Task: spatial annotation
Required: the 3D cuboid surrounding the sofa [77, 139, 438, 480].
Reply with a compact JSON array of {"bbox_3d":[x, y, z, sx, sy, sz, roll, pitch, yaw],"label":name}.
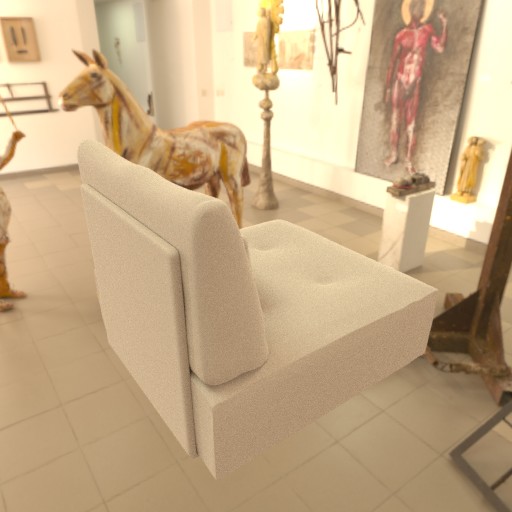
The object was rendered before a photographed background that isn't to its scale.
[{"bbox_3d":[0.000,0.000,1.665,1.000,0.828,0.935,-17,30,-32],"label":"sofa"}]
